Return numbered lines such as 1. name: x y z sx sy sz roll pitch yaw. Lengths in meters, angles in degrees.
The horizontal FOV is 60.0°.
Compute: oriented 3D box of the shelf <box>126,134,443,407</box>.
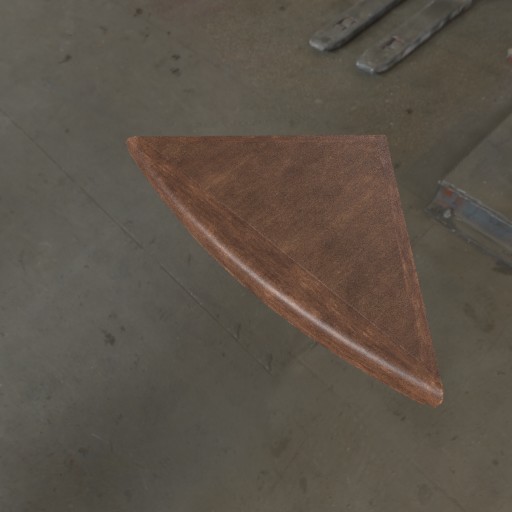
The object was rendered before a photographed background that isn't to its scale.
1. shelf: 0.000 0.000 0.463 0.310 0.050 0.310 0 57 0
